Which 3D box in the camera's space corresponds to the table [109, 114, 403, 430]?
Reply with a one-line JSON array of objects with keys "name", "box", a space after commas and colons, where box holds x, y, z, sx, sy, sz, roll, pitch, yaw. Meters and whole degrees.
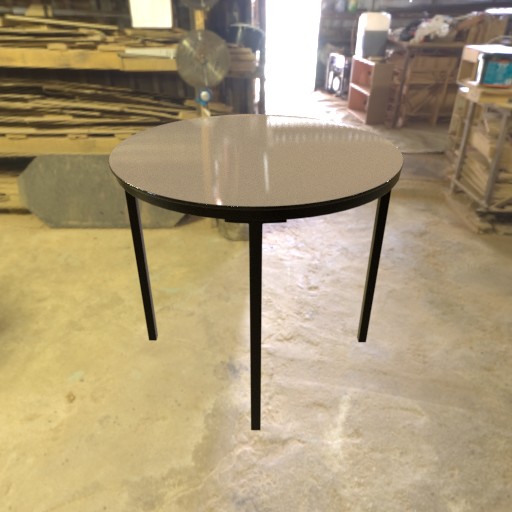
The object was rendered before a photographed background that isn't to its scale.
[{"name": "table", "box": [0.000, 0.000, 0.892, 0.499, 0.443, 0.499, 0, 31, 0]}]
